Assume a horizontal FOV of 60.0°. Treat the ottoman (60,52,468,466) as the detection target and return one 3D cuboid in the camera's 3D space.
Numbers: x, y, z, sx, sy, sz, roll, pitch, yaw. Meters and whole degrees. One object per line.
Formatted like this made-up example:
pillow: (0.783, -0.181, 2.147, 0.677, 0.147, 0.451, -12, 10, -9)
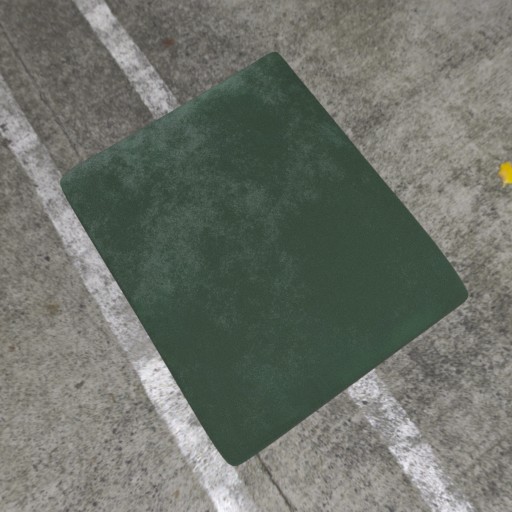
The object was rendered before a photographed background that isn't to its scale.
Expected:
ottoman: (0.000, 0.000, 1.287, 0.701, 0.538, 0.839, -33, 78, -8)
